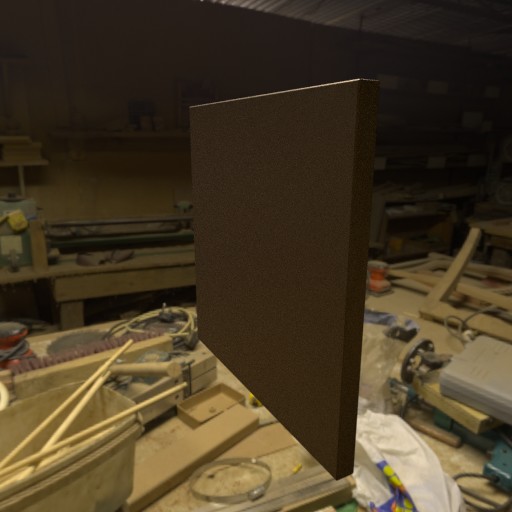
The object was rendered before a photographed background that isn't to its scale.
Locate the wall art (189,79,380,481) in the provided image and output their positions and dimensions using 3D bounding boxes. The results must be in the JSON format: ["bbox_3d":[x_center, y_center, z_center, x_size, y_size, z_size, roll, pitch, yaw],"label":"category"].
[{"bbox_3d":[0.000,0.000,0.750,0.030,0.506,0.503,-8,17,-28],"label":"wall art"}]
